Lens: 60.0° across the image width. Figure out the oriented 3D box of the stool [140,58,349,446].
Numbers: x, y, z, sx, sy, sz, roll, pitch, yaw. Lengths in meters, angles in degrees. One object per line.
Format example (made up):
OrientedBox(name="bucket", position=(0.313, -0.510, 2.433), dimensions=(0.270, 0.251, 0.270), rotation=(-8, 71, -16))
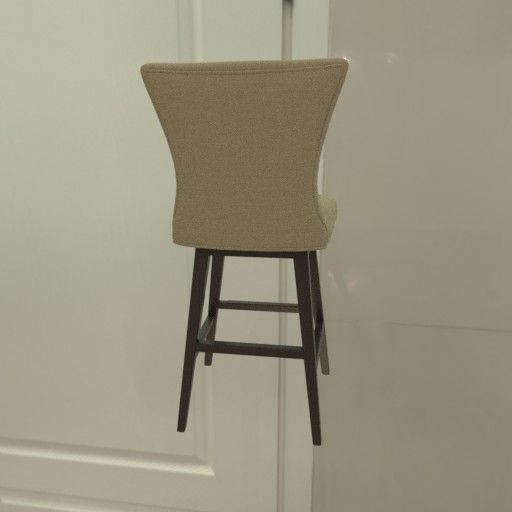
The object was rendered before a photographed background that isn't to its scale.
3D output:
OrientedBox(name="stool", position=(0.000, 0.000, 1.417), dimensions=(0.514, 1.086, 0.574), rotation=(2, 14, 8))
